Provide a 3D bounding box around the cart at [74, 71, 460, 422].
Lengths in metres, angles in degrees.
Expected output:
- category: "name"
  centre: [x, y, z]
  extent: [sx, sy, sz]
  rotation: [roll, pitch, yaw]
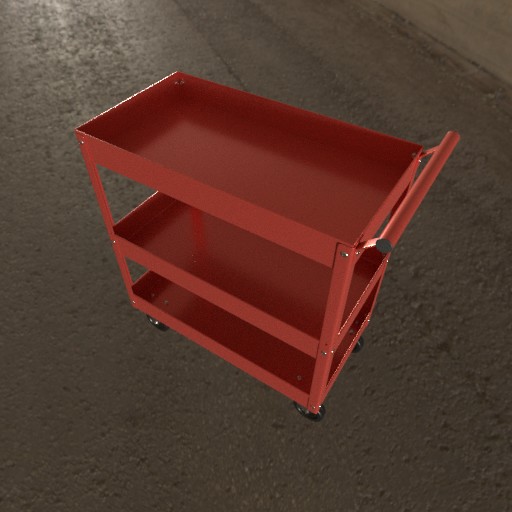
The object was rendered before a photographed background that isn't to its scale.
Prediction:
- category: "cart"
  centre: [0.000, 0.000, 1.173]
  extent: [0.719, 0.780, 0.366]
  rotation: [25, 51, 22]
